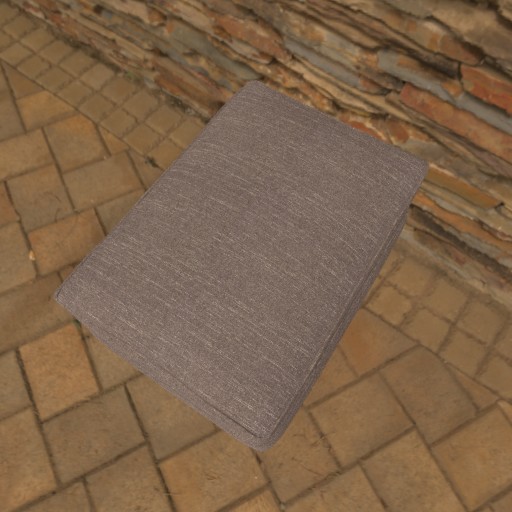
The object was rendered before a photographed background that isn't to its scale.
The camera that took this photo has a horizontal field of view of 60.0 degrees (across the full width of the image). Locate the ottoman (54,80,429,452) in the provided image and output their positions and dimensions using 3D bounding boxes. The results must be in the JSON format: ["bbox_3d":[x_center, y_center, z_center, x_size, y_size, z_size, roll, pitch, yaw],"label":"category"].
[{"bbox_3d":[0.000,0.000,1.007,0.508,0.406,0.686,30,67,14],"label":"ottoman"}]
